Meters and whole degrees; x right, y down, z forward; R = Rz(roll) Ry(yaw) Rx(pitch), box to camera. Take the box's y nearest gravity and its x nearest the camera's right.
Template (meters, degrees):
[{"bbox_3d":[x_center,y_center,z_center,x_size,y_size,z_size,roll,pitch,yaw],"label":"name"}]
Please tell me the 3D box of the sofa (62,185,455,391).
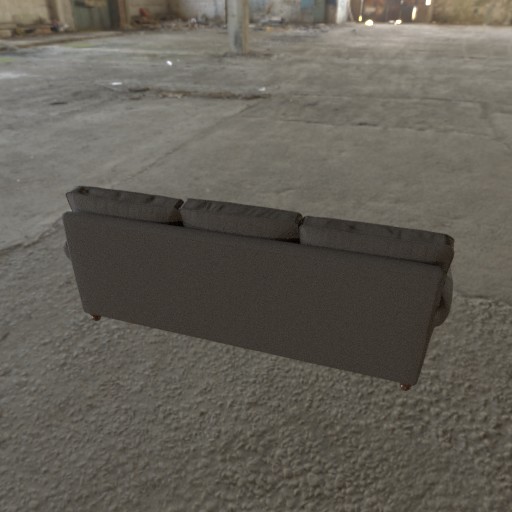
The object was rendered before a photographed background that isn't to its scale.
[{"bbox_3d":[0.000,0.000,2.902,2.353,0.948,0.966,9,31,16],"label":"sofa"}]
